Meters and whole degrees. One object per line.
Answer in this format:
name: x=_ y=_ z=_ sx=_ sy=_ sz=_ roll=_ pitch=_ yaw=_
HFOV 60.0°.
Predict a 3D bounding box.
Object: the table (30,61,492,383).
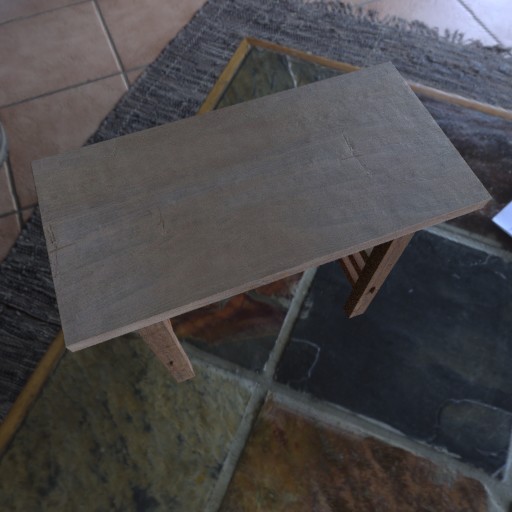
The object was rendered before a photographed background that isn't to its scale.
table: x=0.000 y=0.000 z=1.600 sx=1.119 sy=0.914 sz=0.556 roll=-19 pitch=65 yaw=-9
